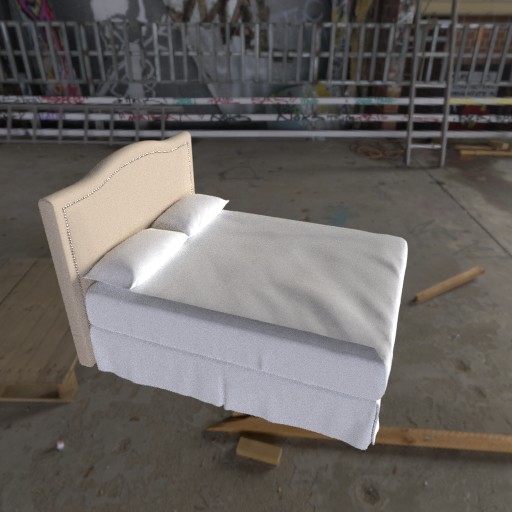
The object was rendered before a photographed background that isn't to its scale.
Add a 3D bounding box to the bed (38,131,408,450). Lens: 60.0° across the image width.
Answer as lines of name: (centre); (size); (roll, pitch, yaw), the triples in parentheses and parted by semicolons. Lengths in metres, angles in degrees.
bed: (0.000, 0.000, 3.314); (2.143, 1.460, 1.753); (10, 31, 18)
